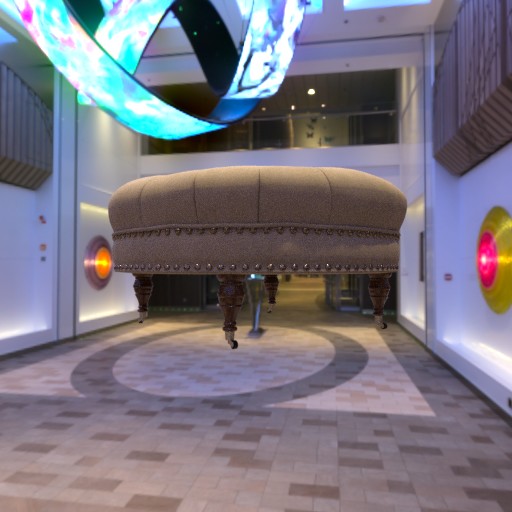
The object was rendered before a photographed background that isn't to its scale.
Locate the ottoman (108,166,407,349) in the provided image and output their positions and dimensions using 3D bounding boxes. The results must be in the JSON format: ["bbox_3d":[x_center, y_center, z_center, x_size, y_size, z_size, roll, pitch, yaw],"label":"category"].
[{"bbox_3d":[0.000,0.000,1.386,0.901,0.439,0.901,0,-1,0],"label":"ottoman"}]
